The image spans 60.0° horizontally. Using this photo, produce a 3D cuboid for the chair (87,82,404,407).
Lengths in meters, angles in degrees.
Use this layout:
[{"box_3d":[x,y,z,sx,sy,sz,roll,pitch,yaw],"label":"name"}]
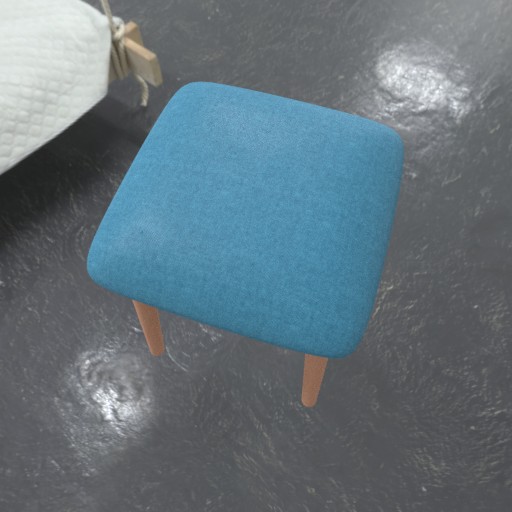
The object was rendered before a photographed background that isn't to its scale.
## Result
[{"box_3d":[0.000,0.000,0.742,0.360,0.450,0.360,16,65,8],"label":"chair"}]
